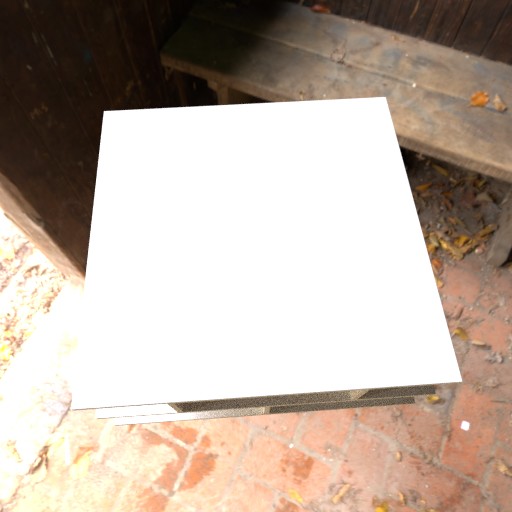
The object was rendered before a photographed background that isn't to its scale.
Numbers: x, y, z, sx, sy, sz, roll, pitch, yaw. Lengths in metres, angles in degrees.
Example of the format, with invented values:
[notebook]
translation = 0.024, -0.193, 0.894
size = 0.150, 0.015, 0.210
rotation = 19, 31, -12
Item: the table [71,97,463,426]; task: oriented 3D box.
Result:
[table]
translation = 0.000, 0.000, 1.074
size = 0.700, 0.289, 0.700
rotation = -4, 64, -2
